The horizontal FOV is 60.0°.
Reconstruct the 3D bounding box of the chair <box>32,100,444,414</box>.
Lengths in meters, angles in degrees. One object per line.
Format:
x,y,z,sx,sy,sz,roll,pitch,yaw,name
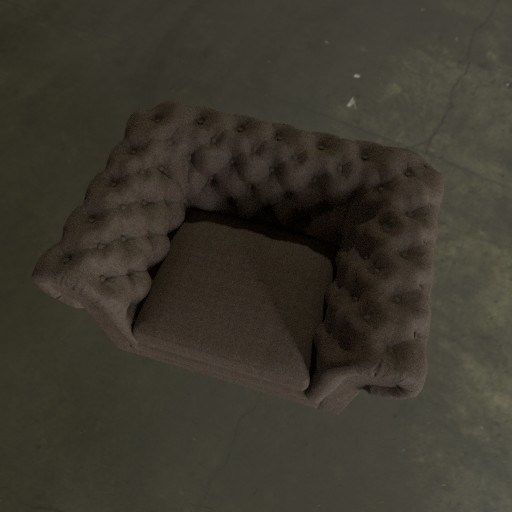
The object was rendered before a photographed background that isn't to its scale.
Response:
0.000,0.000,1.832,1.298,0.780,0.945,14,60,9,chair
